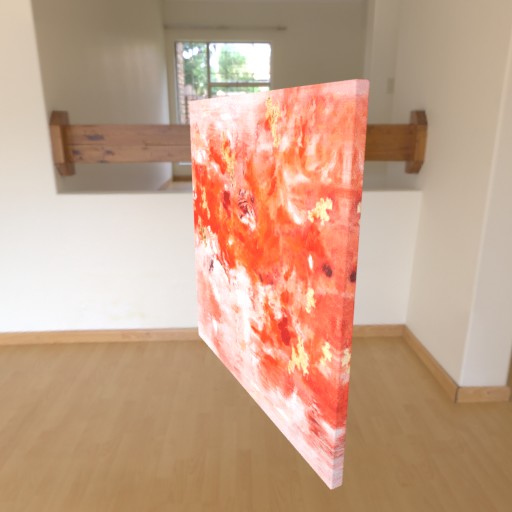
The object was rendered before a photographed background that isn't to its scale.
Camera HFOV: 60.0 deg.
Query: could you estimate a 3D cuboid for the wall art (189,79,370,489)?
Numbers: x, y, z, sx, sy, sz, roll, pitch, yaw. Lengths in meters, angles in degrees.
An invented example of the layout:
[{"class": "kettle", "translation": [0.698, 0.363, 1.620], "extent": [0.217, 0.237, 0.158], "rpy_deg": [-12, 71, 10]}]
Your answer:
[{"class": "wall art", "translation": [0.000, 0.000, 1.276], "extent": [0.066, 0.878, 0.878], "rpy_deg": [-8, 19, -26]}]
